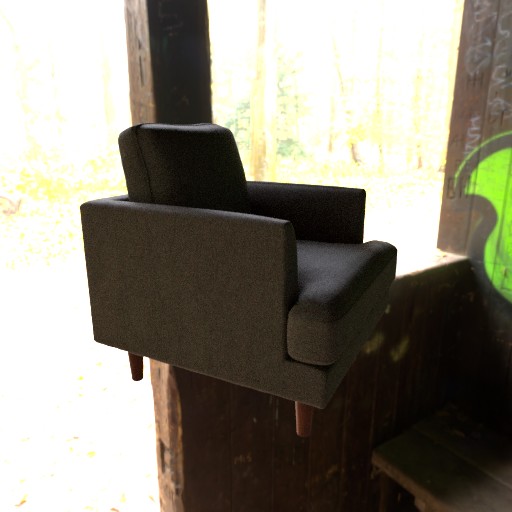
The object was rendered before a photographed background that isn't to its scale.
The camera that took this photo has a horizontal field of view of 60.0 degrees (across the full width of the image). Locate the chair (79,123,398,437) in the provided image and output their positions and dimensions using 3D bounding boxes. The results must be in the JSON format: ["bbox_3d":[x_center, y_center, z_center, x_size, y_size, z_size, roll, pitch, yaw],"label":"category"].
[{"bbox_3d":[0.000,0.000,1.655,0.899,0.957,0.858,8,18,27],"label":"chair"}]
